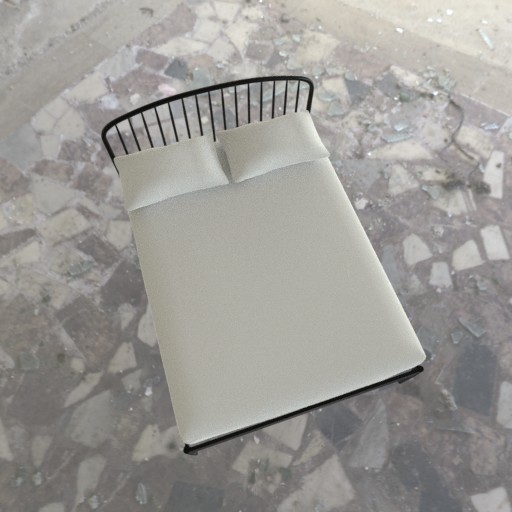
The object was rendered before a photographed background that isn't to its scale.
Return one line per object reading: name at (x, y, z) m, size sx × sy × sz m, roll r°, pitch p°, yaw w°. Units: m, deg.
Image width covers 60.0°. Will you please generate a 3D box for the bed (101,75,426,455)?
bed at (0.000, 0.000, 3.125) m, size 1.618 × 1.166 × 2.159 m, roll -16°, pitch 65°, yaw -8°
